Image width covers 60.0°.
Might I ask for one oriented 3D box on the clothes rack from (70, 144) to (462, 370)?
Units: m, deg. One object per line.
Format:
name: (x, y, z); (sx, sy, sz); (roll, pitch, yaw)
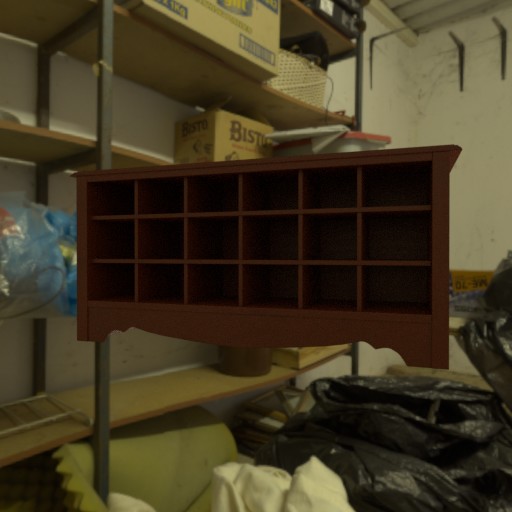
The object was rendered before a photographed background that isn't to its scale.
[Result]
clothes rack: (0.000, 0.000, 1.522); (1.251, 0.594, 0.362); (0, 0, 19)
